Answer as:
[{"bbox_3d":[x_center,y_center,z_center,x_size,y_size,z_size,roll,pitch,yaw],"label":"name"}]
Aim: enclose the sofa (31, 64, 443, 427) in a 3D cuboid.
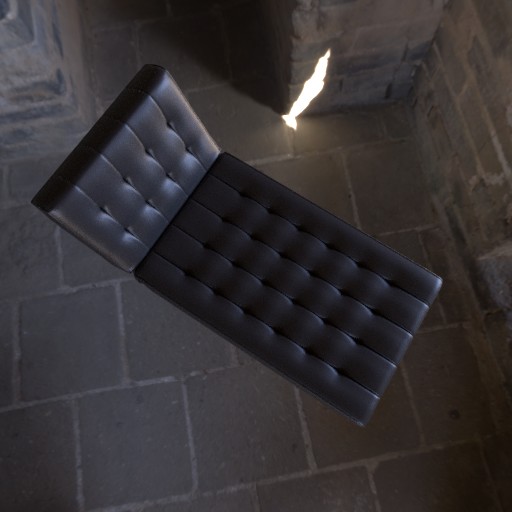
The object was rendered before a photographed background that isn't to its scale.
[{"bbox_3d":[0.000,0.000,1.980,1.560,0.820,0.760,32,77,8],"label":"sofa"}]
